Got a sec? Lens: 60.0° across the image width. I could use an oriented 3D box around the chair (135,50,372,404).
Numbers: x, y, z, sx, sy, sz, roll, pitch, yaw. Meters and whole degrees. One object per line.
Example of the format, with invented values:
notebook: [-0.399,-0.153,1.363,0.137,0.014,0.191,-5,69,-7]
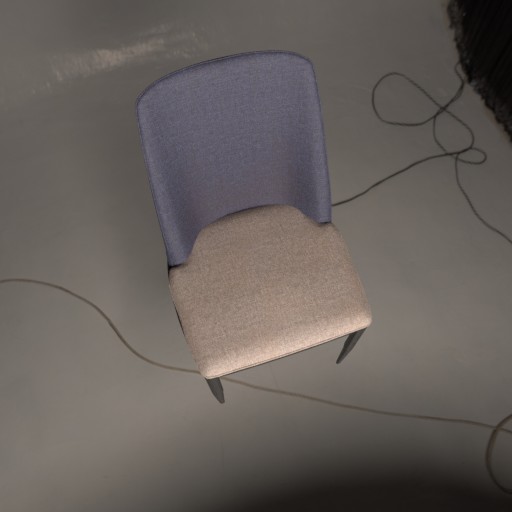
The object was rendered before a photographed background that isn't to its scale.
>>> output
chair: [0.000,0.000,1.180,0.480,0.839,0.551,-17,65,-8]
